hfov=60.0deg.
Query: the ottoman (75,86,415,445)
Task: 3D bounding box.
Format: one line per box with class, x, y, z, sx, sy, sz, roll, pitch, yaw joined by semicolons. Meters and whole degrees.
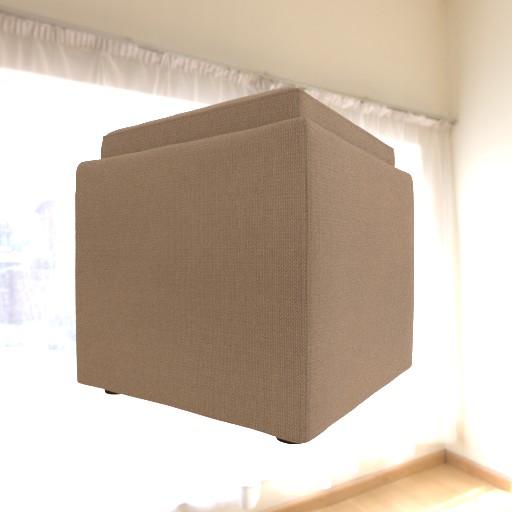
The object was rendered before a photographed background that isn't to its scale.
ottoman;0.000;0.000;0.794;0.451;0.460;0.450;0;0;35
